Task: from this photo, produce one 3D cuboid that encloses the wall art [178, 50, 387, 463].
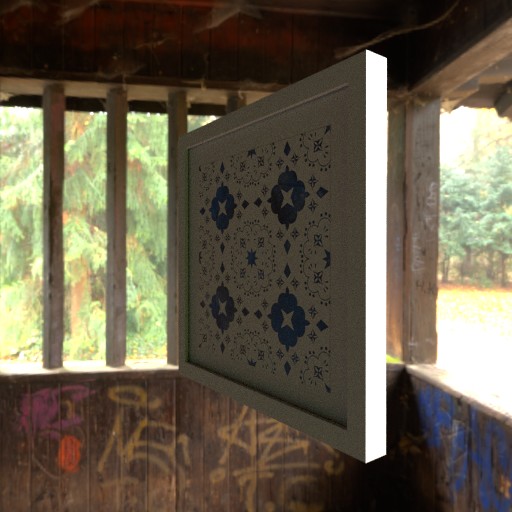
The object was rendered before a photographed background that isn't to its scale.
[{"bbox_3d":[0.000,0.000,0.531,0.027,0.355,0.355,0,0,-37],"label":"wall art"}]
